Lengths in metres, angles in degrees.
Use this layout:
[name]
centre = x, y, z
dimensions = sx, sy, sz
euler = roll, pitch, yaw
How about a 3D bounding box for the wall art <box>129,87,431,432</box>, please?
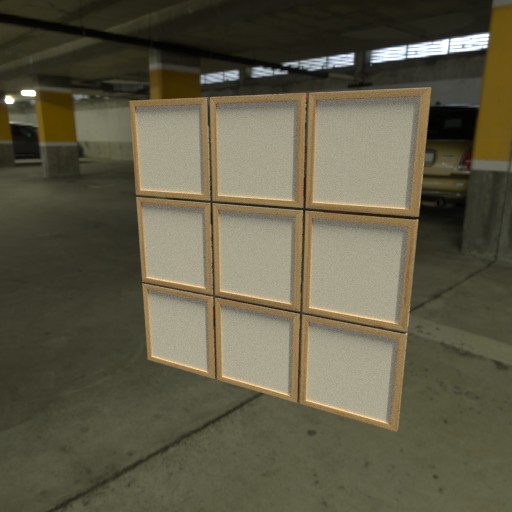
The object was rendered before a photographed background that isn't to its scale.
[wall art]
centre = 0.000, 0.000, 1.337
dimensions = 0.904, 0.913, 0.013
euler = 8, 17, 26
